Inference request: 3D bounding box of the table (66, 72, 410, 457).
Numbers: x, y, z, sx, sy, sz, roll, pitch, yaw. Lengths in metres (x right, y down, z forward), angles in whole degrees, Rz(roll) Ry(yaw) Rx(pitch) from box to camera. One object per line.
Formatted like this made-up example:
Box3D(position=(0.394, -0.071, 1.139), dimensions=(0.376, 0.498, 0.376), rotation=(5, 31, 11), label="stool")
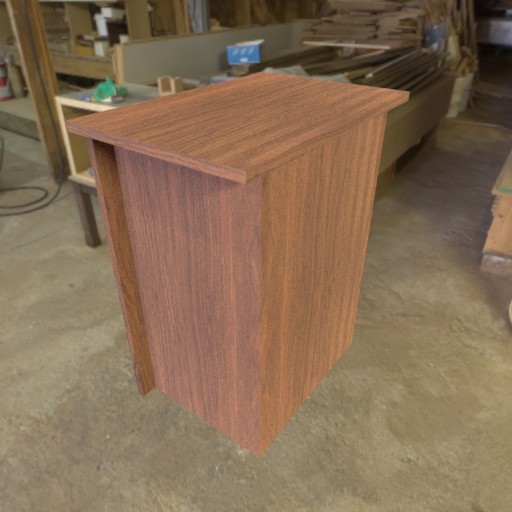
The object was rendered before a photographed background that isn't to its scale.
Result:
Box3D(position=(0.000, 0.000, 1.069), dimensions=(0.406, 0.711, 0.589), rotation=(22, 38, 30), label="table")
